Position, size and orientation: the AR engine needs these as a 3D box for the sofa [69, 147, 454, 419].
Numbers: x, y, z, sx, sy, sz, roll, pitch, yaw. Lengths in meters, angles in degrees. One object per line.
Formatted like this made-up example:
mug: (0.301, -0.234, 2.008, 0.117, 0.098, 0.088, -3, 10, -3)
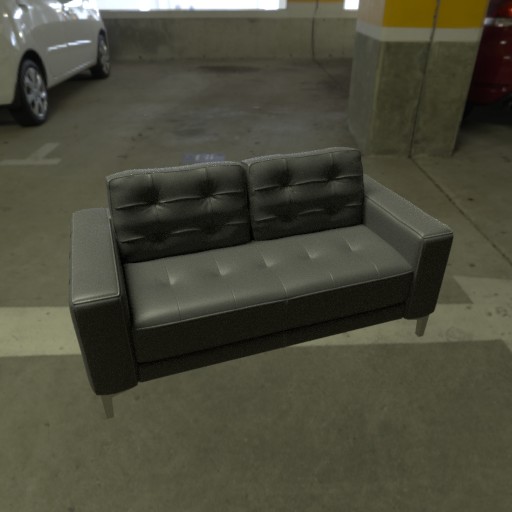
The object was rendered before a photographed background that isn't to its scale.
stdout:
sofa: (0.000, 0.000, 2.244, 1.726, 0.892, 0.833, -10, 32, -16)
